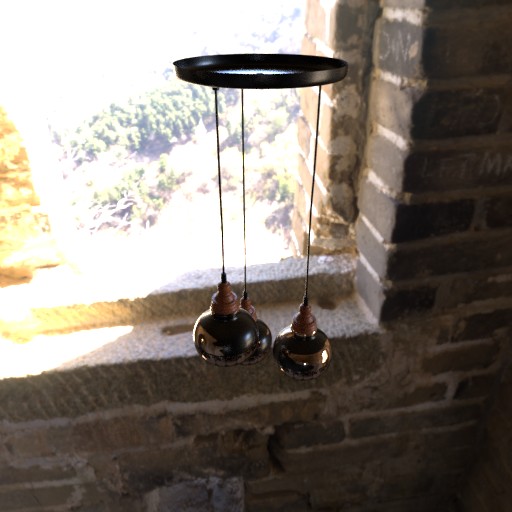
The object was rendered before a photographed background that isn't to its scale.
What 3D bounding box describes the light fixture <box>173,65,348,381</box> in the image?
[{"bbox_3d":[0.000,0.000,1.753,0.608,1.410,0.605,21,36,32],"label":"light fixture"}]
